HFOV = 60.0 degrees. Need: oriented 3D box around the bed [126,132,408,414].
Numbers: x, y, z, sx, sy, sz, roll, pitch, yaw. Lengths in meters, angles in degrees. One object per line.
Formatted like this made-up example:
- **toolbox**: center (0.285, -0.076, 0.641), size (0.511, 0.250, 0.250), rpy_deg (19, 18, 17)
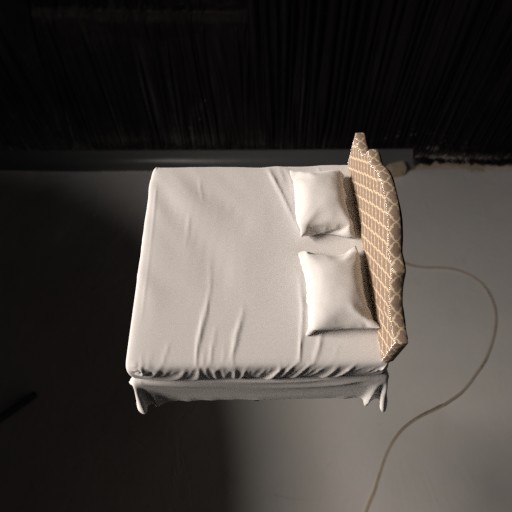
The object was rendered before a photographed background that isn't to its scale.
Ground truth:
- **bed**: center (0.000, 0.000, 3.755), size (2.222, 1.601, 2.314), rpy_deg (-1, 58, -1)
